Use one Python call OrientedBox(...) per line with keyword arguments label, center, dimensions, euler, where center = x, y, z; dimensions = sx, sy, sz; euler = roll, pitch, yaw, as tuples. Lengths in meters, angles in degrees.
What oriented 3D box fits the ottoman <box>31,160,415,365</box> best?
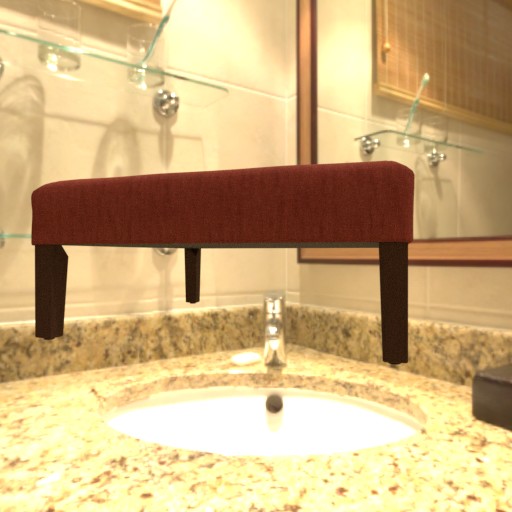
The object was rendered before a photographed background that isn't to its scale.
OrientedBox(label="ottoman", center=(0.000, 0.000, 1.375), dimensions=(0.889, 0.411, 0.890), euler=(0, 0, 17))
